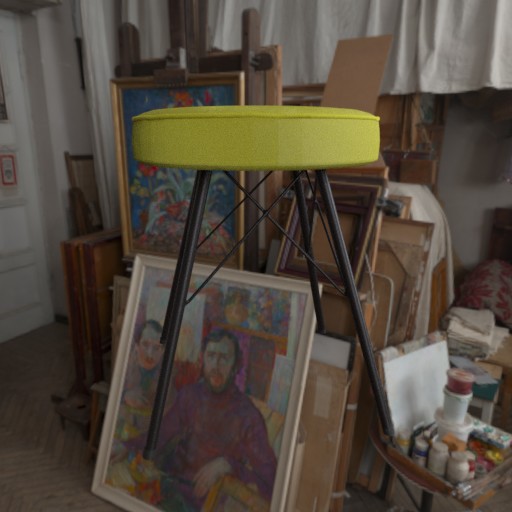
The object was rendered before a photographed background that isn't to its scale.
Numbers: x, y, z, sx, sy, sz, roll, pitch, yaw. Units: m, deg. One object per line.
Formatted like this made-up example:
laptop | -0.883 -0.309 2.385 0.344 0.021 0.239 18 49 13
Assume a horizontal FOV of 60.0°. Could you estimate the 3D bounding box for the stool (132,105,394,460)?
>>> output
stool | 0.000 0.000 0.812 0.409 0.508 0.409 -2 16 -8
